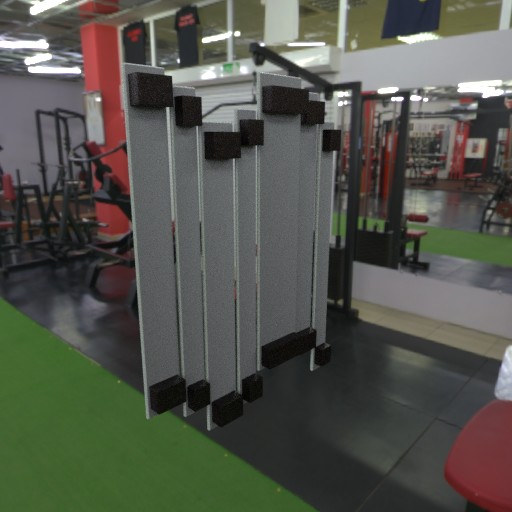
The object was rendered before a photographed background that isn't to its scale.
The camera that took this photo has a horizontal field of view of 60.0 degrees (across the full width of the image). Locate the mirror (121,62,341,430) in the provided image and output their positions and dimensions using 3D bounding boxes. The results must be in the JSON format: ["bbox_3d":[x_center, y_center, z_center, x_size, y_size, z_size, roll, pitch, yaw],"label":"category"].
[{"bbox_3d":[0.000,0.000,0.789,0.445,0.611,0.058,-14,20,-43],"label":"mirror"}]
